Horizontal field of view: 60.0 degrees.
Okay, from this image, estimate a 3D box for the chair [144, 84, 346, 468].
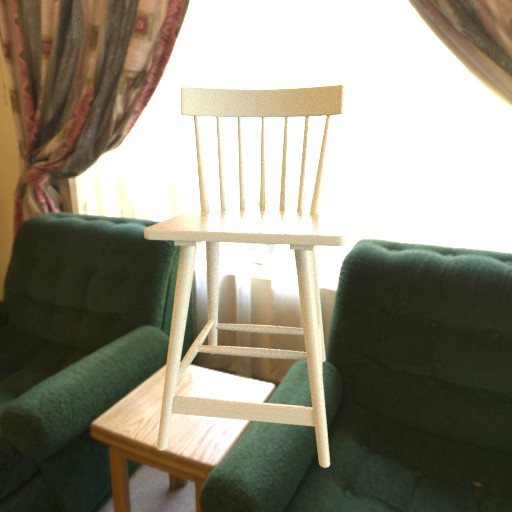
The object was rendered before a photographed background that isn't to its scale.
[{"bbox_3d":[0.000,0.000,1.302,0.483,0.952,0.572,2,16,8],"label":"chair"}]
